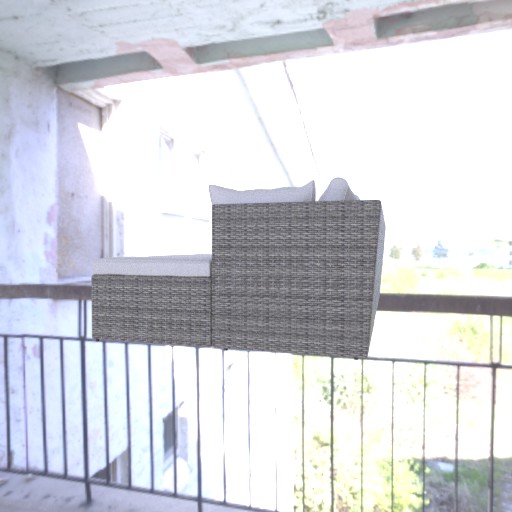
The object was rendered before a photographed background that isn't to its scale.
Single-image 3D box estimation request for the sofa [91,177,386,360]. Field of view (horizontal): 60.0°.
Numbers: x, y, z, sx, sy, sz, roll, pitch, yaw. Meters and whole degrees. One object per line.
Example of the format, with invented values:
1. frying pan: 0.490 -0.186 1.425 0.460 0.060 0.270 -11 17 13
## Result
1. sofa: 0.000 0.000 2.984 1.662 0.766 2.192 0 1 17
